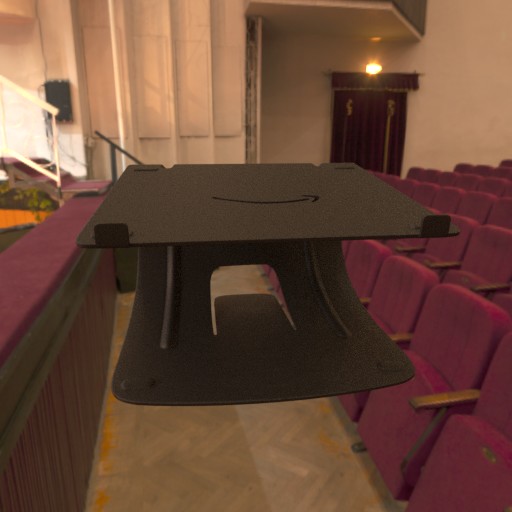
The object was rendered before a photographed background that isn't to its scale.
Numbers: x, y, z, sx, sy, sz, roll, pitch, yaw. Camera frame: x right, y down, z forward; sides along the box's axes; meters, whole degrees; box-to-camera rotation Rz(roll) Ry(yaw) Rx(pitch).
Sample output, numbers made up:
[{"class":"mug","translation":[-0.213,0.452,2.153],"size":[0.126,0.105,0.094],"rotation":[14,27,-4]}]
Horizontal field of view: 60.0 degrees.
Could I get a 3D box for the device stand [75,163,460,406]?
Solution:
[{"class":"device stand","translation":[0.000,0.000,0.403],"size":[0.256,0.155,0.236],"rotation":[-2,15,-8]}]
